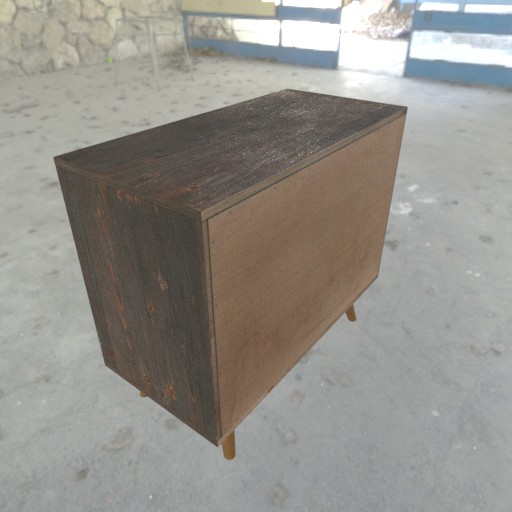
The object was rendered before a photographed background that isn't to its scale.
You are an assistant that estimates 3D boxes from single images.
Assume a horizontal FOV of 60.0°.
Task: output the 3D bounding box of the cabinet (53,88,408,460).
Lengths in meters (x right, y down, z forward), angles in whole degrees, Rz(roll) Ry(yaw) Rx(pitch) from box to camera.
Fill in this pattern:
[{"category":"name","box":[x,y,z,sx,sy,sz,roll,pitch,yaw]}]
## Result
[{"category":"cabinet","box":[0.000,0.000,1.543,0.529,0.897,1.023,22,38,31]}]
